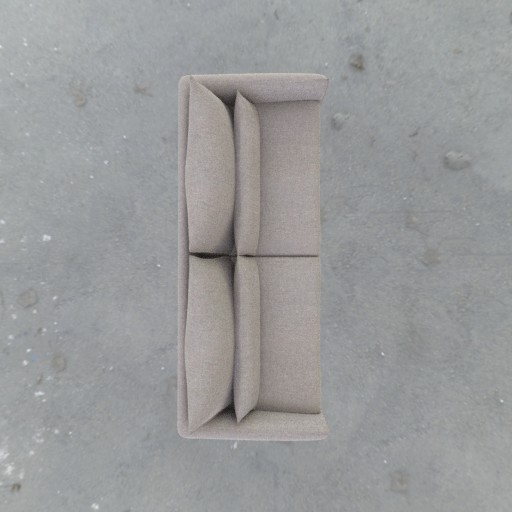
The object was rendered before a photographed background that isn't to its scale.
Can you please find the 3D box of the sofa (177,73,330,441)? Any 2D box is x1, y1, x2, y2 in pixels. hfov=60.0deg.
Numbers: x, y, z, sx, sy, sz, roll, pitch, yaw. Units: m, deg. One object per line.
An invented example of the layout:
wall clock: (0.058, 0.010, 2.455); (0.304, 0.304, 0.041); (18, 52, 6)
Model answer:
sofa: (0.000, 0.000, 2.499); (0.809, 0.833, 2.022); (0, 89, 1)
